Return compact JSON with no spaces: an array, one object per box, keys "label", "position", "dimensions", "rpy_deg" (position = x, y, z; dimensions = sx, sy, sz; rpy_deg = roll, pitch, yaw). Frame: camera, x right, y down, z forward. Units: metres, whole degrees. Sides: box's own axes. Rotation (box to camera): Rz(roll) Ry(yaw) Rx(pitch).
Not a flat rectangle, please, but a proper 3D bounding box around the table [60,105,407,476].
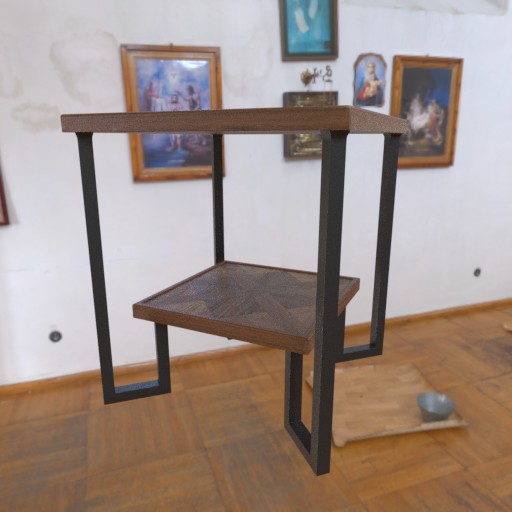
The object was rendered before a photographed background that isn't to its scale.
[{"label":"table","position":[0.000,0.000,0.943],"dimensions":[0.503,0.563,0.503],"rpy_deg":[7,16,25]}]
